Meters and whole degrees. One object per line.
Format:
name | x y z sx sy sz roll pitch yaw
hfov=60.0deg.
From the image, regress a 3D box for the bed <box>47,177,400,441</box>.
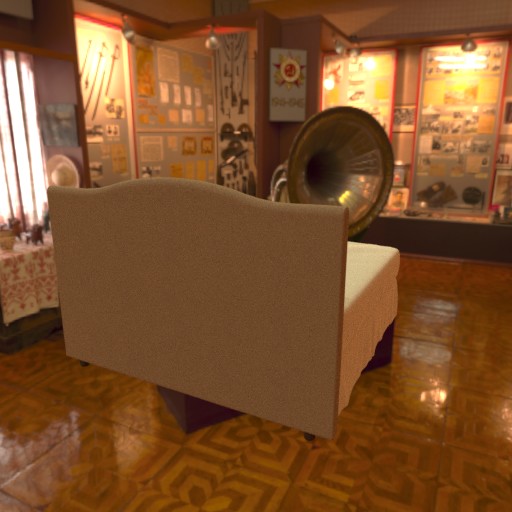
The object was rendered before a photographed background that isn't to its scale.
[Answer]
bed | 0.000 0.000 3.610 2.083 1.421 2.182 8 17 27
